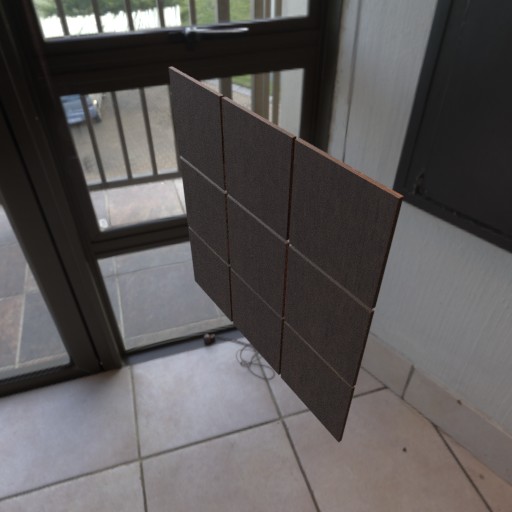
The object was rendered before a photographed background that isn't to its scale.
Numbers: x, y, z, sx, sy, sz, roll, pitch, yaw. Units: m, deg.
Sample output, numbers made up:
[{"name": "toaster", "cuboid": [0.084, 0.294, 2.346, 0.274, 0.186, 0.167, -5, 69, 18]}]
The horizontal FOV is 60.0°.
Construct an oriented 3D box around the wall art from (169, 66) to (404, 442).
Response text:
[{"name": "wall art", "cuboid": [0.000, 0.000, 1.393, 0.013, 0.914, 0.915, -25, 46, -26]}]
